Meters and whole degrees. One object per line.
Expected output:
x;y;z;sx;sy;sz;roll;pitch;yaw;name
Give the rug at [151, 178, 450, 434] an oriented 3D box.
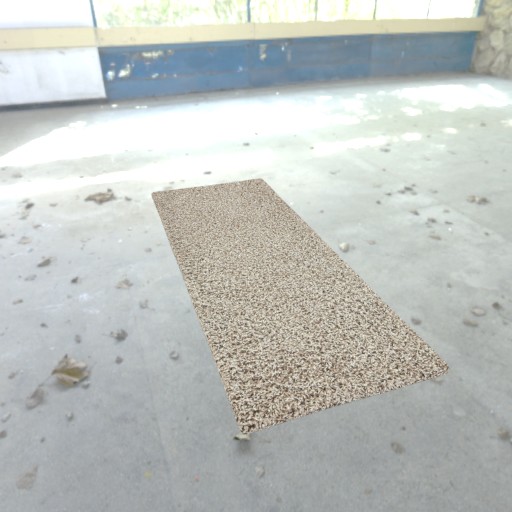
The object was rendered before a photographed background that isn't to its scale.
0.000;0.000;1.754;0.609;0.030;1.524;-10;32;-17;rug
